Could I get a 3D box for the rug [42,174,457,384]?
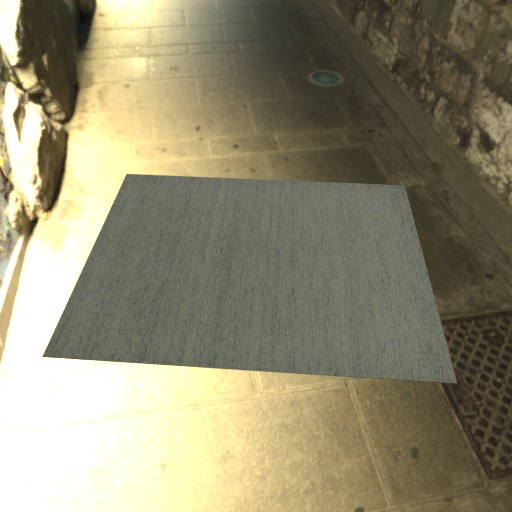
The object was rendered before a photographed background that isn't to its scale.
[{"bbox_3d":[0.000,0.000,4.244,3.197,0.006,2.438,3,46,3],"label":"rug"}]
